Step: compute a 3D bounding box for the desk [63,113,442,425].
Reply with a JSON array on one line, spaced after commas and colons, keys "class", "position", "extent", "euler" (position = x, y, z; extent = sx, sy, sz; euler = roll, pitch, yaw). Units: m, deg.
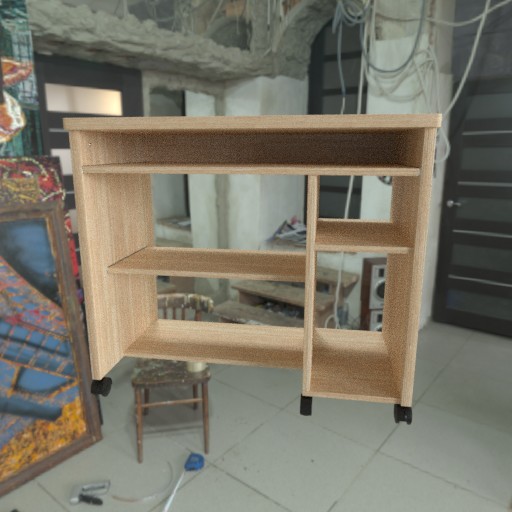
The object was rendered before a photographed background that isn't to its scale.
[{"class": "desk", "position": [0.000, 0.000, 1.328], "extent": [0.884, 0.770, 0.480], "euler": [2, 14, 9]}]
